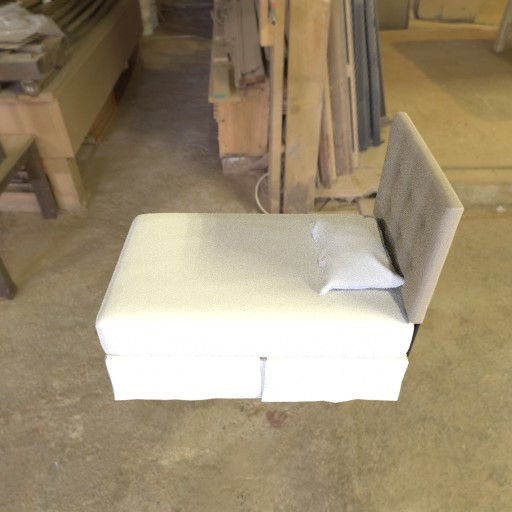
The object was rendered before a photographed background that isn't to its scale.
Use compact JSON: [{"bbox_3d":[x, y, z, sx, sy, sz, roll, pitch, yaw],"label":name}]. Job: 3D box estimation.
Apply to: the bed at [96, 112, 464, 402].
[{"bbox_3d":[0.000,0.000,3.005,1.997,1.571,1.261,0,40,1],"label":"bed"}]
